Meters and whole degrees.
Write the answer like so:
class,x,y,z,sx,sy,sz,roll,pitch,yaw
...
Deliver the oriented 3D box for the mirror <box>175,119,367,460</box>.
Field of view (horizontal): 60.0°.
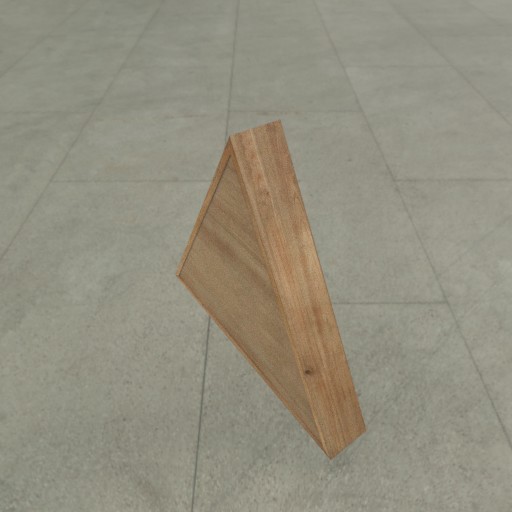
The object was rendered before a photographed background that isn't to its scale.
class,x,y,z,sx,sy,sz,roll,pitch,yaw
mirror,0.000,0.000,0.885,0.100,0.548,0.631,-26,48,-26
